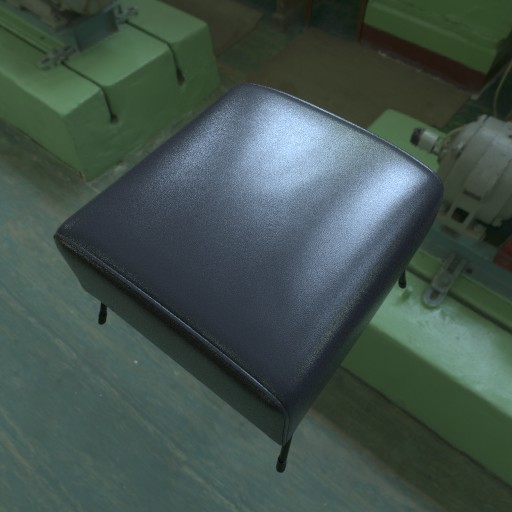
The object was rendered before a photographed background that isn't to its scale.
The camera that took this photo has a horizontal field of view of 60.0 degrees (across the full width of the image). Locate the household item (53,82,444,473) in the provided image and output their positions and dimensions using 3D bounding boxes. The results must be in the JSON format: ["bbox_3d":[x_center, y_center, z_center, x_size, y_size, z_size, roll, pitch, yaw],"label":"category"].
[{"bbox_3d":[0.000,0.000,0.887,0.530,0.410,0.530,33,63,19],"label":"household item"}]
